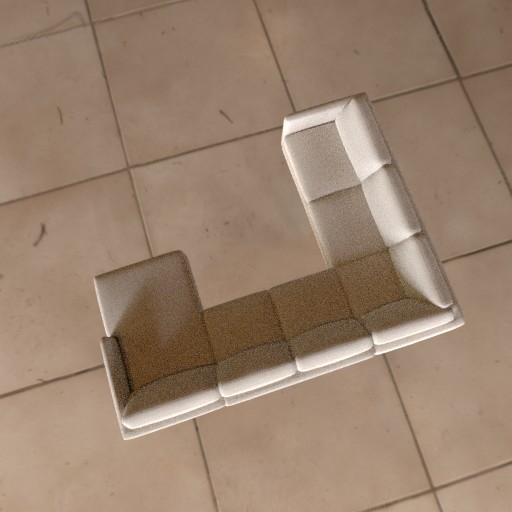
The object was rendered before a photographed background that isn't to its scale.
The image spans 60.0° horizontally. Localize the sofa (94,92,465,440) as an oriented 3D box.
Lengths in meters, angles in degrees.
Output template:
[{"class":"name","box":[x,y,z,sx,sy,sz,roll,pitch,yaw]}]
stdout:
[{"class":"sofa","box":[0.000,0.000,4.437,3.238,0.853,2.551,-18,77,-4]}]
